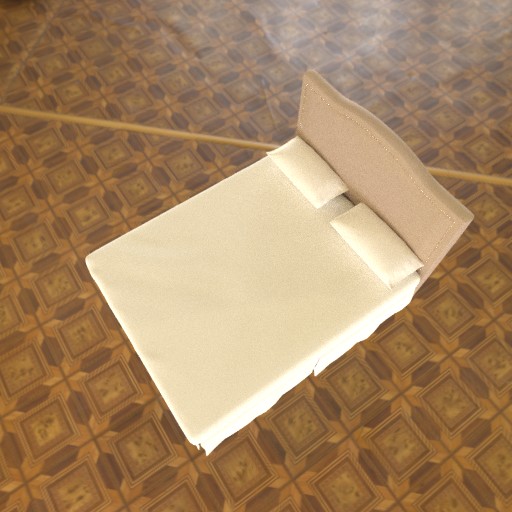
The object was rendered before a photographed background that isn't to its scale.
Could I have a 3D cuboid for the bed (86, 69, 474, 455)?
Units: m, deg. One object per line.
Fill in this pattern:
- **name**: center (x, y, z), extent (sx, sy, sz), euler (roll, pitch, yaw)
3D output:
- **bed**: center (0.000, 0.000, 3.432), extent (2.282, 1.436, 1.821), euler (-32, 67, -15)
